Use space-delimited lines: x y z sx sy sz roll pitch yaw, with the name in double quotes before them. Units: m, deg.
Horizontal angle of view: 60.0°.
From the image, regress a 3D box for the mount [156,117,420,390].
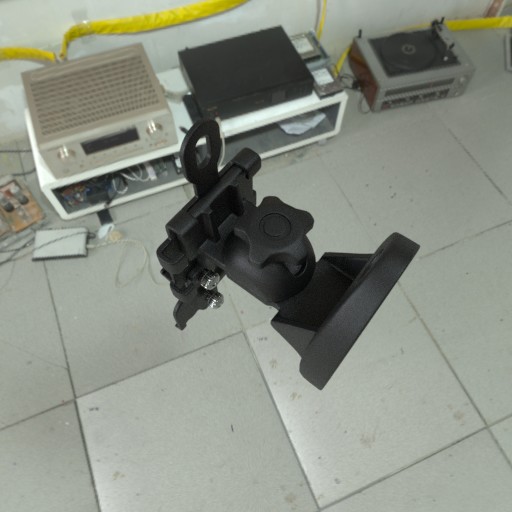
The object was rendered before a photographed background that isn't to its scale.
"mount" 0.000 0.000 0.177 0.100 0.118 0.066 34 68 16
